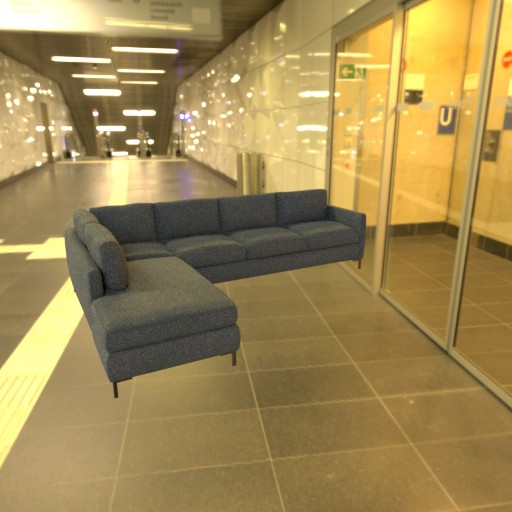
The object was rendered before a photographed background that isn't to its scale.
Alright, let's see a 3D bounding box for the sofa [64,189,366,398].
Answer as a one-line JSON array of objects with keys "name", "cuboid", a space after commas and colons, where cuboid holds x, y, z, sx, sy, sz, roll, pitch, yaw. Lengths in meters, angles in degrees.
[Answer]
[{"name": "sofa", "cuboid": [0.000, 0.000, 3.898, 2.949, 0.815, 2.007, -9, 18, -27]}]
